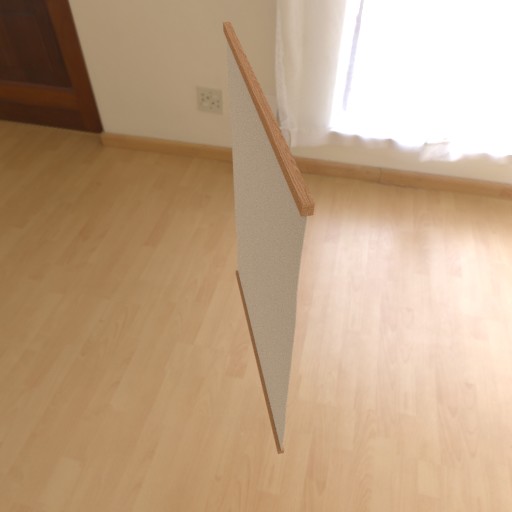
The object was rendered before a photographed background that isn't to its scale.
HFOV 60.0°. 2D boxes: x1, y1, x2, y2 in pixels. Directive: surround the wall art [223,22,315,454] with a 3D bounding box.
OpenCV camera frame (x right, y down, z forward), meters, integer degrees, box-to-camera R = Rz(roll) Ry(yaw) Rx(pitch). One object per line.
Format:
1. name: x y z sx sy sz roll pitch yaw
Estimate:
1. wall art: 0.000 0.000 0.768 0.011 0.605 0.458 -9 47 -8
